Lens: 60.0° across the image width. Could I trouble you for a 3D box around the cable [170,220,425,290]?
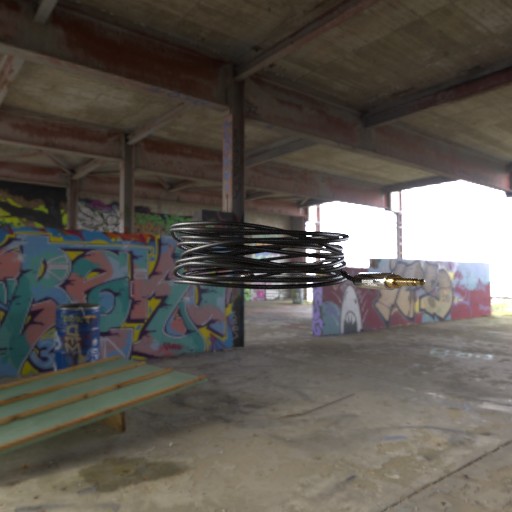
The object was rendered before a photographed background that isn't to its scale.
[{"bbox_3d":[0.000,0.000,0.500,0.198,0.069,0.432,1,-2,-18],"label":"cable"}]
